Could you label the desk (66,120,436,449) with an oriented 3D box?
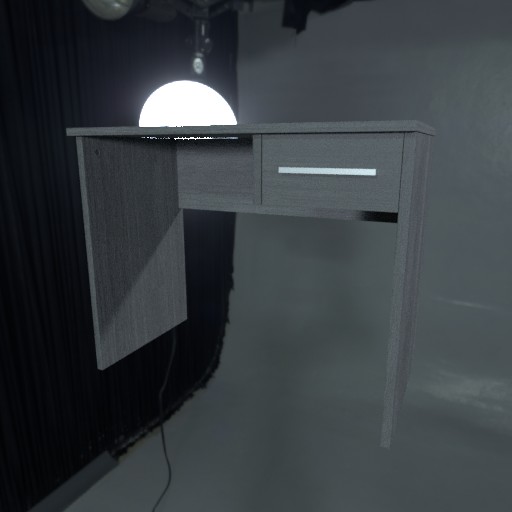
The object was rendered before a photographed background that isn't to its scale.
[{"bbox_3d":[0.000,0.000,1.310,0.893,0.724,0.498,6,15,25],"label":"desk"}]
